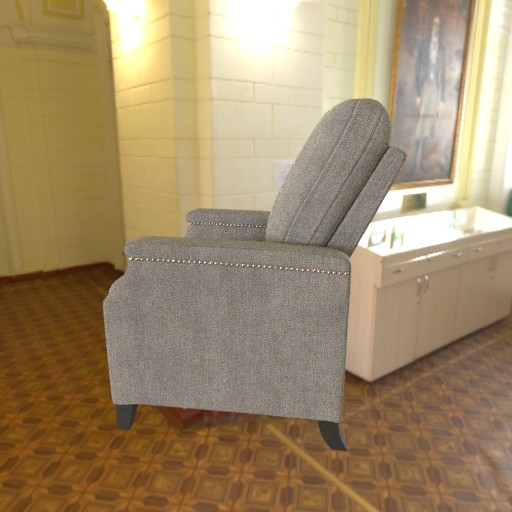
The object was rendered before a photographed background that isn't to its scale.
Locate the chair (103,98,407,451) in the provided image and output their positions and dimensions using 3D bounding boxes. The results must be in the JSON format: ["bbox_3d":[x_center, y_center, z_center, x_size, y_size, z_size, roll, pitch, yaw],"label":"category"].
[{"bbox_3d":[0.000,0.000,1.612,0.922,1.049,0.710,2,14,8],"label":"chair"}]
